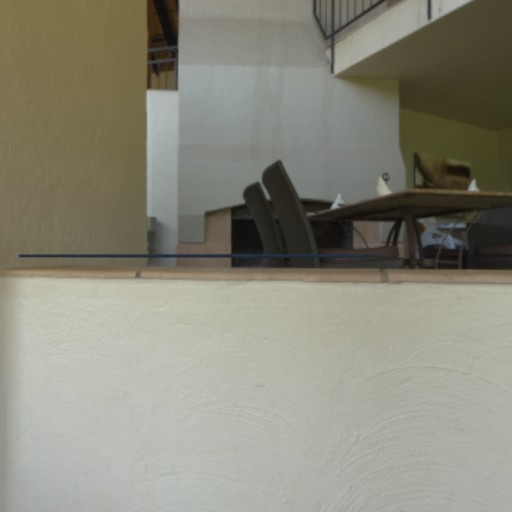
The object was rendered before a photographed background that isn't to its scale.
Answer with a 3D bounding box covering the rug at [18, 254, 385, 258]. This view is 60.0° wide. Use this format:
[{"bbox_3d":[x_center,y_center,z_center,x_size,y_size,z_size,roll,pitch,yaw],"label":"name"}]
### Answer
[{"bbox_3d":[0.000,0.000,2.847,1.526,0.014,2.290,0,0,18],"label":"rug"}]
